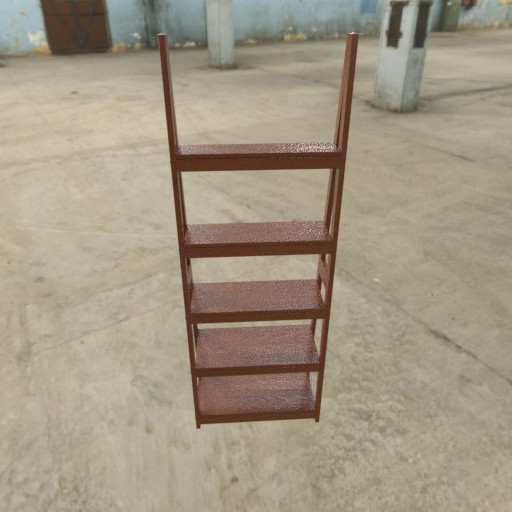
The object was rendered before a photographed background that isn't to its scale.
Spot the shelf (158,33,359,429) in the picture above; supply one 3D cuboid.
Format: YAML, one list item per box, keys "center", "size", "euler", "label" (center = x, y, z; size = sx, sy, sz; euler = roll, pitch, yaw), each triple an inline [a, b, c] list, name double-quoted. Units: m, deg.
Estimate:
- center: [0.000, 0.000, 1.966]
  size: [0.630, 1.780, 0.356]
  euler: [-2, 30, -3]
  label: "shelf"
